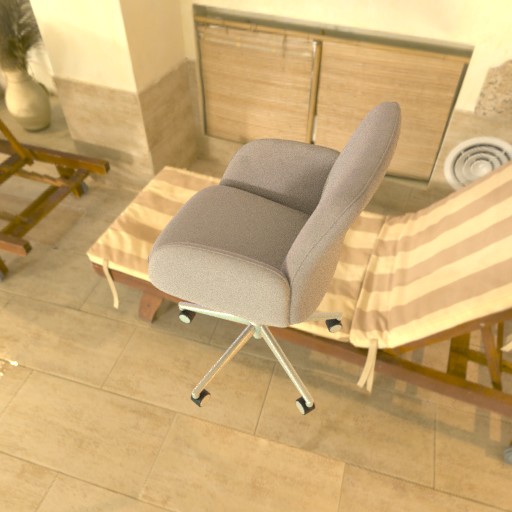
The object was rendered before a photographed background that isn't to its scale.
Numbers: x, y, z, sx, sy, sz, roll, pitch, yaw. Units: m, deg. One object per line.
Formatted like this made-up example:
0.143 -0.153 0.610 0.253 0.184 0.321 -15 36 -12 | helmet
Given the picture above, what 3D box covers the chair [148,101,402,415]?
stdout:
0.000 0.000 1.373 0.654 0.959 0.648 16 48 16 | chair
